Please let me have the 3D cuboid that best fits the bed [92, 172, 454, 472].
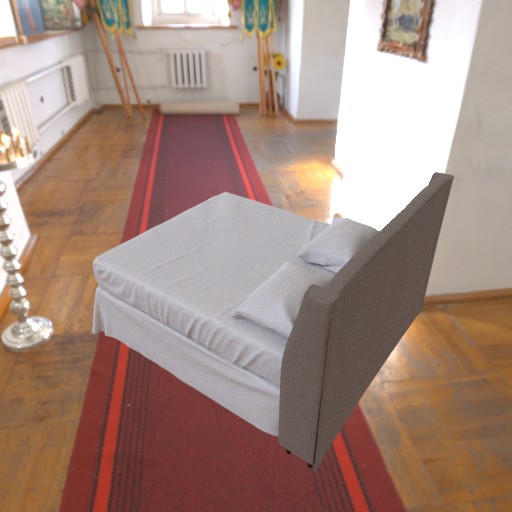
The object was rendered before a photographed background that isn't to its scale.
[{"bbox_3d":[0.000,0.000,3.524,2.276,1.332,1.925,21,38,30],"label":"bed"}]
